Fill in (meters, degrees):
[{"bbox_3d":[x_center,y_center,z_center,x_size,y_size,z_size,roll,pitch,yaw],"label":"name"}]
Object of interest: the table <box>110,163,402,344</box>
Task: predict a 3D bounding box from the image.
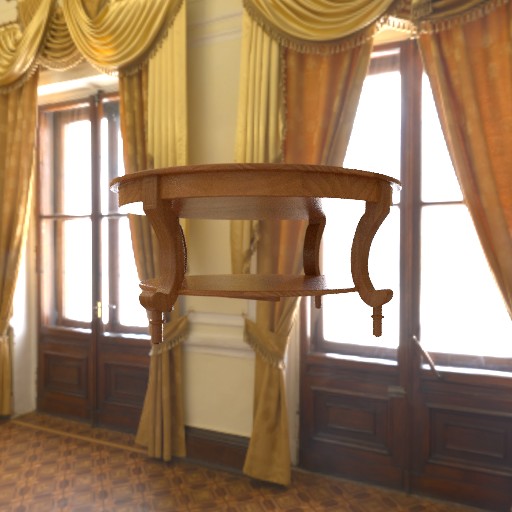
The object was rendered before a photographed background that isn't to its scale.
[{"bbox_3d":[0.000,0.000,1.640,1.029,0.490,1.029,0,1,0],"label":"table"}]
